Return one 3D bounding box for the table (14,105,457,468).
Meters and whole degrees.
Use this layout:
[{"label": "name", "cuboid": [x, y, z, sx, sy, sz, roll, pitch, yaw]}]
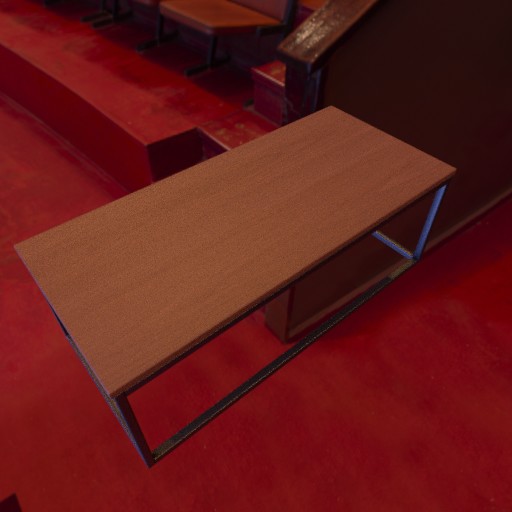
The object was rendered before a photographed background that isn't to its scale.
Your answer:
[{"label": "table", "cuboid": [0.000, 0.000, 1.317, 1.100, 0.400, 0.500, -31, 53, -26]}]
